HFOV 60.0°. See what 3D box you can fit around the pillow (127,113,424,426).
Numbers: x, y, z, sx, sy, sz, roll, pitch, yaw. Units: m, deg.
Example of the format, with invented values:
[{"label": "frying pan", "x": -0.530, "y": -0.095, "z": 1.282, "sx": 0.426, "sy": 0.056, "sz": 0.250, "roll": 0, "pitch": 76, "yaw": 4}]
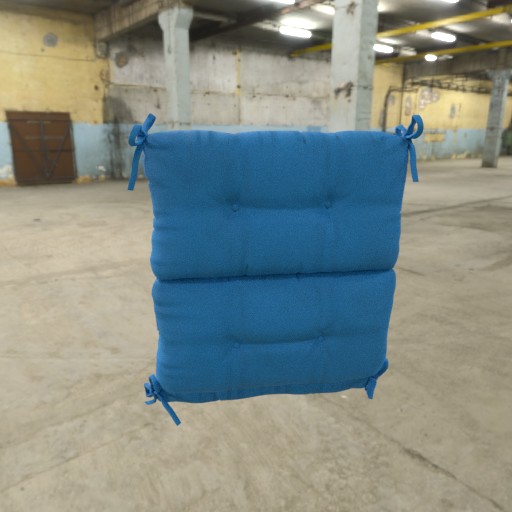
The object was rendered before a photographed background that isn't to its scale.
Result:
[{"label": "pillow", "x": 0.000, "y": 0.000, "z": 1.030, "sx": 0.519, "sy": 0.605, "sz": 0.571, "roll": -2, "pitch": 15, "yaw": -9}]
